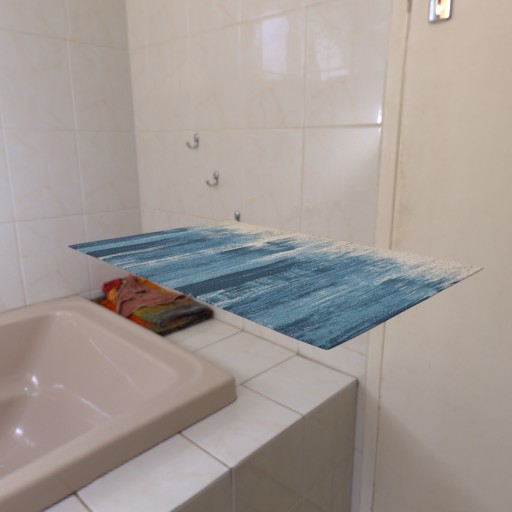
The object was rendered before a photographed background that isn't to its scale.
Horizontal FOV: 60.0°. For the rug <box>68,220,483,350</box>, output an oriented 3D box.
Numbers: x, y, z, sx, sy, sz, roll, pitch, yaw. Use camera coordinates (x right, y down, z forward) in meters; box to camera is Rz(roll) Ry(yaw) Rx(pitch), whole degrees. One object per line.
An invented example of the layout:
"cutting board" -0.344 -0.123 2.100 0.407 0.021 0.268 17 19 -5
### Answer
"rug" 0.000 0.000 2.305 1.232 0.009 1.836 -14 20 -43
